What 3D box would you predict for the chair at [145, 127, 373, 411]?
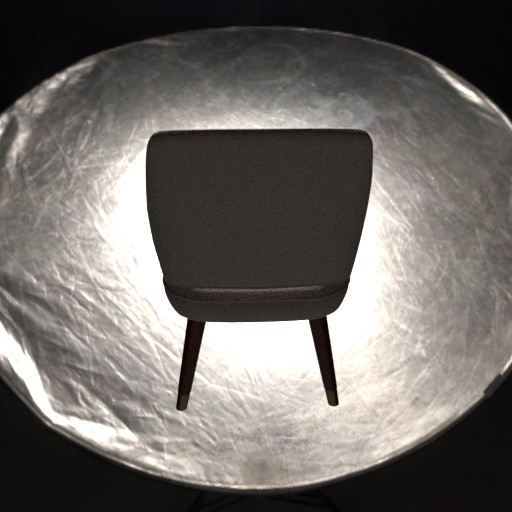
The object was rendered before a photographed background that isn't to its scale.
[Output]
[{"bbox_3d":[0.000,0.000,1.305,0.609,0.889,0.600,-1,30,-2],"label":"chair"}]
